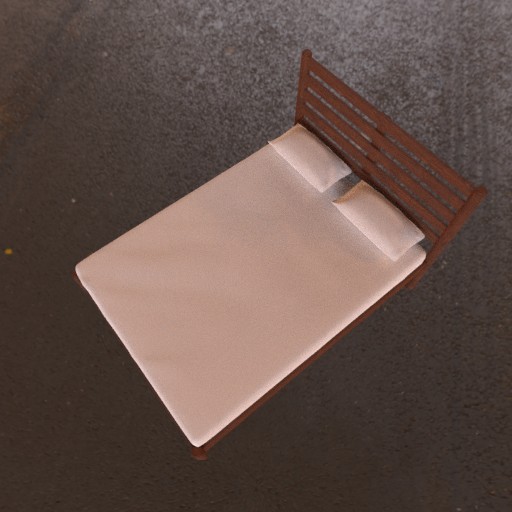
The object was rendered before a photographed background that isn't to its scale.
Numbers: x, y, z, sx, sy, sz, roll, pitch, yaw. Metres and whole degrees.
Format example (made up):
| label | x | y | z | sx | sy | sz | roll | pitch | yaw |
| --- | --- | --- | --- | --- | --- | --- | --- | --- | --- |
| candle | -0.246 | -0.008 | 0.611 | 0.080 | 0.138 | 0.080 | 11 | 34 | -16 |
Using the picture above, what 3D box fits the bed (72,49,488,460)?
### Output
| label | x | y | z | sx | sy | sz | roll | pitch | yaw |
| --- | --- | --- | --- | --- | --- | --- | --- | --- | --- |
| bed | 0.000 | 0.000 | 2.975 | 2.093 | 1.304 | 1.509 | -35 | 68 | -17 |
